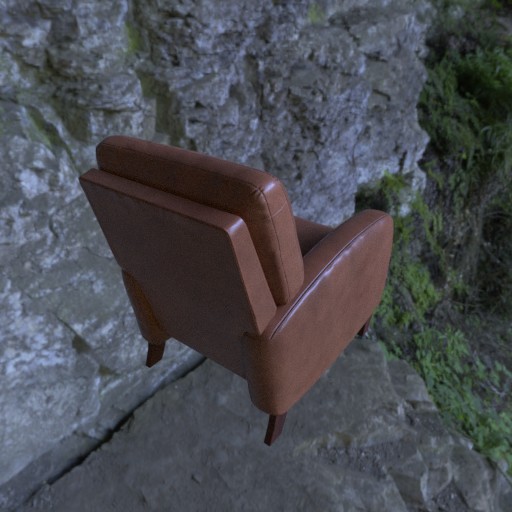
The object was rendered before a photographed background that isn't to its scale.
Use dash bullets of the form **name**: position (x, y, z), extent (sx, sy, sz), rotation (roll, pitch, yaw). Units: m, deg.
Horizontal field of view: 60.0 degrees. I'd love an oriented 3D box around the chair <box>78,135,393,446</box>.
- **chair**: position (0.000, 0.000, 1.707), extent (0.762, 0.990, 0.990), rotation (21, 36, 32)
